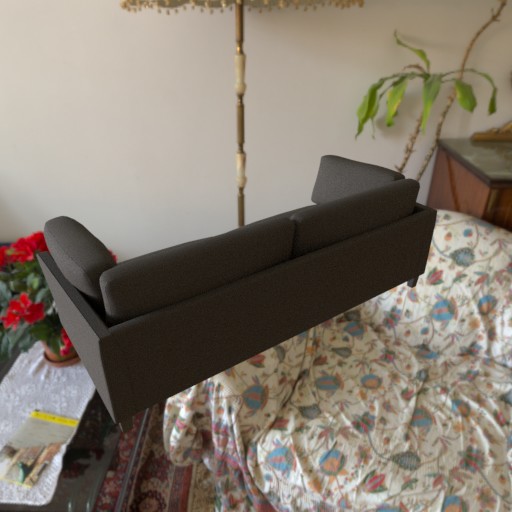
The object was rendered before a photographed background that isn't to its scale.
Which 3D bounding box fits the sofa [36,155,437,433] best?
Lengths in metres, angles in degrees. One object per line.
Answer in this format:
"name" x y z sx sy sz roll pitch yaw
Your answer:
"sofa" 0.000 0.000 2.773 2.312 0.792 0.969 -19 35 -30
